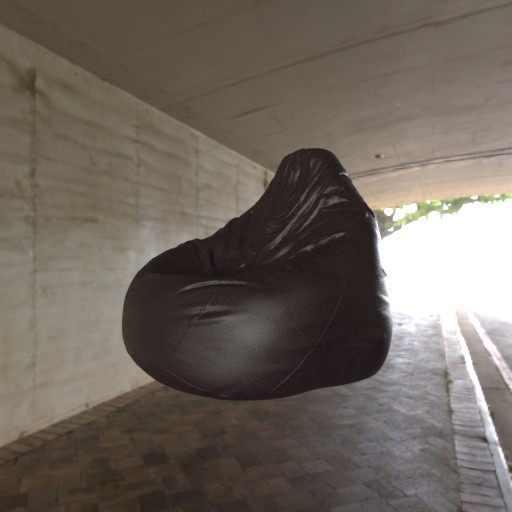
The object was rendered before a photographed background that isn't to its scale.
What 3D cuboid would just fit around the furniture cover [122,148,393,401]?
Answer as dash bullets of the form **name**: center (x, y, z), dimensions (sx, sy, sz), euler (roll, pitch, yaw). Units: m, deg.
- **furniture cover**: center (0.000, 0.000, 1.914), dimensions (1.070, 0.990, 1.070), euler (0, 0, -36)
